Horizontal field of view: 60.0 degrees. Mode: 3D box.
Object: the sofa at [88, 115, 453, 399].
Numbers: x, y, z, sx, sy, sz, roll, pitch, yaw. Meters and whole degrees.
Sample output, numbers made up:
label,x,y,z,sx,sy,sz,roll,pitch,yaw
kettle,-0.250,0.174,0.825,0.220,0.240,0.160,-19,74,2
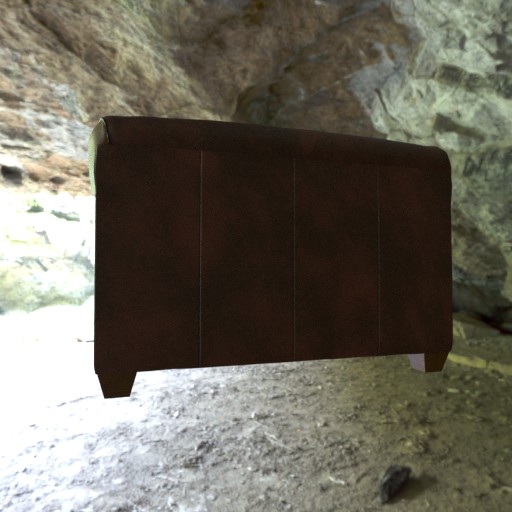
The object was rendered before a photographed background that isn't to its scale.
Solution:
label,x,y,z,sx,sy,sz,roll,pitch,yaw
sofa,0.000,0.000,2.052,1.413,0.956,1.000,1,-2,-17
